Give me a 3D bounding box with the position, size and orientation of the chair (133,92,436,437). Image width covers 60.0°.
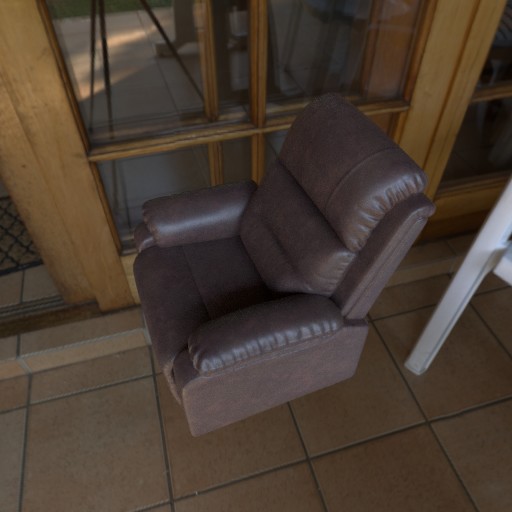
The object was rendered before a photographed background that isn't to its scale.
[{"bbox_3d":[0.000,0.000,1.699,0.919,0.992,0.855,-16,49,-15],"label":"chair"}]
